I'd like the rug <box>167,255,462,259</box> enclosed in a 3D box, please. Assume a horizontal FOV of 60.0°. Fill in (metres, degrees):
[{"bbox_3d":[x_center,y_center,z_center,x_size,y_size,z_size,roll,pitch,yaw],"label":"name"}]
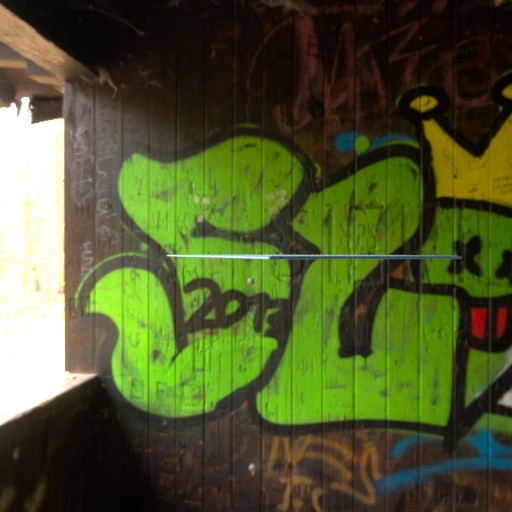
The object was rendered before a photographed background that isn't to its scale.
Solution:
[{"bbox_3d":[0.000,0.000,2.353,0.662,0.011,2.196,0,0,-18],"label":"rug"}]
